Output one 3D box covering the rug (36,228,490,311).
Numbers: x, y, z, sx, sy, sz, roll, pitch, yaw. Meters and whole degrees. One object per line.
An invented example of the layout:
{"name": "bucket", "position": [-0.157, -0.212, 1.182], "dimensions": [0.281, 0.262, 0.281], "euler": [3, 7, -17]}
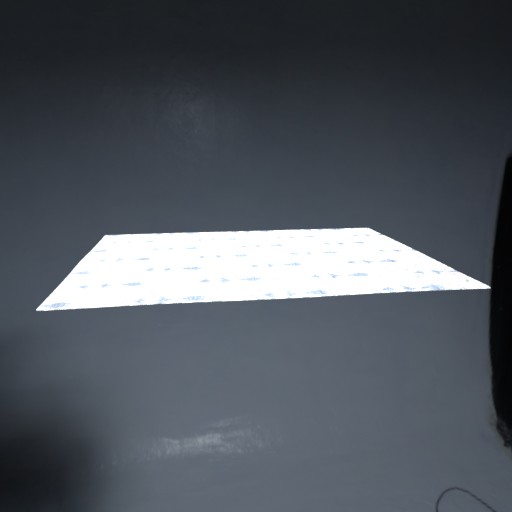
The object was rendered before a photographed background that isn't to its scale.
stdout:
{"name": "rug", "position": [0.000, 0.000, 2.970], "dimensions": [2.261, 0.013, 1.676], "euler": [-2, 15, -8]}
